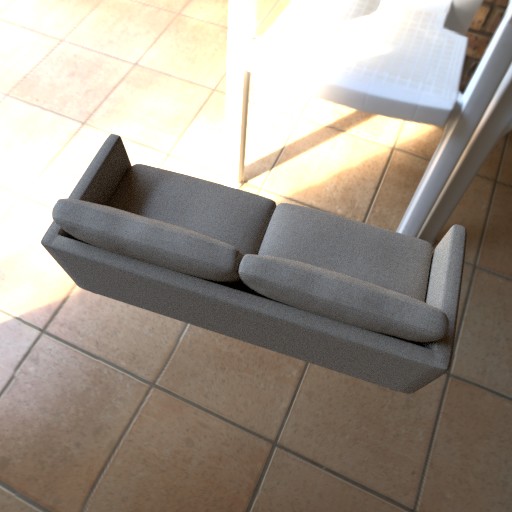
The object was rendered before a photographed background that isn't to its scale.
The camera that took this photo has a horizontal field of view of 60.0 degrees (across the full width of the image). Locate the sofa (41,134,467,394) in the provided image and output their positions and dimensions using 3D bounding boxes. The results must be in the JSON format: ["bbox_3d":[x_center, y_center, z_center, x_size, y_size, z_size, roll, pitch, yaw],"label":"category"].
[{"bbox_3d":[0.000,0.000,2.896,2.434,0.965,0.951,16,63,8],"label":"sofa"}]
